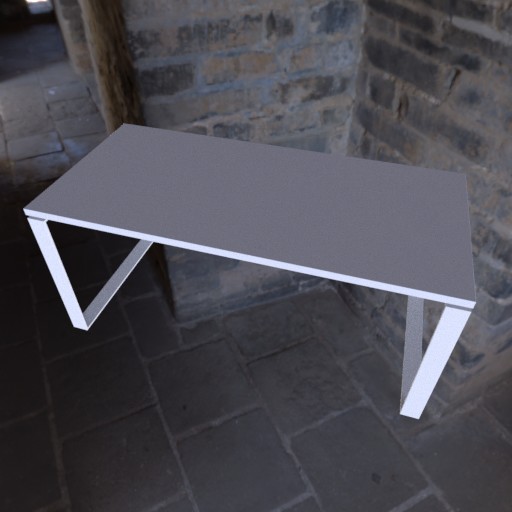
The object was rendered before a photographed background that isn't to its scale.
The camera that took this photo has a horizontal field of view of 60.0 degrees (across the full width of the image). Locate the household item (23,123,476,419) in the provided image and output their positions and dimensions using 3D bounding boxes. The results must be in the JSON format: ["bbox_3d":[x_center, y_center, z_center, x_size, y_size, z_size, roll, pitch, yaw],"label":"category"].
[{"bbox_3d":[0.000,0.000,2.118,1.700,0.745,0.800,12,43,13],"label":"household item"}]
